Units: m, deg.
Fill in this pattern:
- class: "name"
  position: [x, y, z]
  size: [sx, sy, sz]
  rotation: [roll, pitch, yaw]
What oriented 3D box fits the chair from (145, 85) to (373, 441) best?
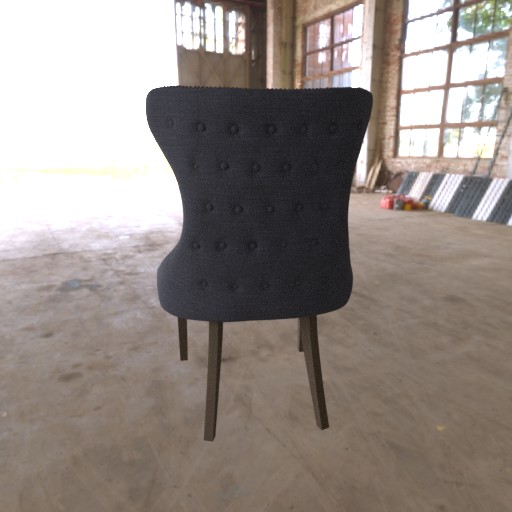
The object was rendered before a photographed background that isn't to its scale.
- class: "chair"
  position: [0.000, 0.000, 1.409]
  size: [0.628, 0.967, 0.635]
  rotation: [-2, 14, -9]
